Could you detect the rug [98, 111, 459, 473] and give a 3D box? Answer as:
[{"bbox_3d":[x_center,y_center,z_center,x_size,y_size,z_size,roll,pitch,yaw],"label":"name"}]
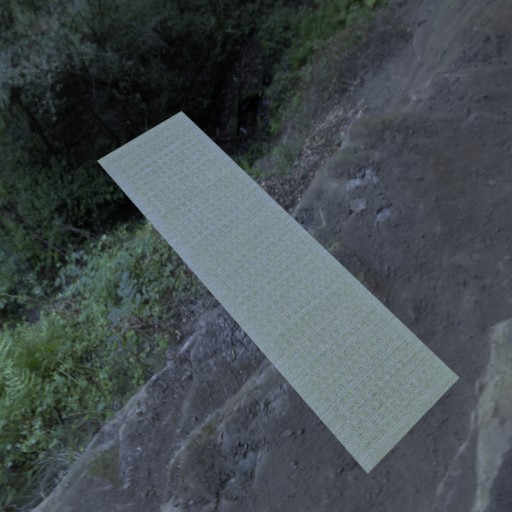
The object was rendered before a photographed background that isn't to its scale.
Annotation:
[{"bbox_3d":[0.000,0.000,2.612,0.686,0.006,2.437,-37,69,-17],"label":"rug"}]
